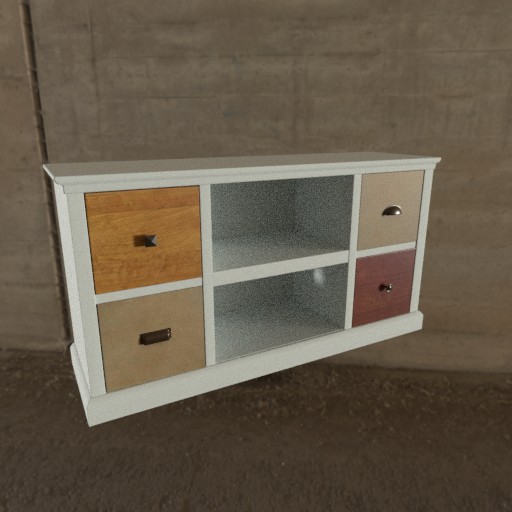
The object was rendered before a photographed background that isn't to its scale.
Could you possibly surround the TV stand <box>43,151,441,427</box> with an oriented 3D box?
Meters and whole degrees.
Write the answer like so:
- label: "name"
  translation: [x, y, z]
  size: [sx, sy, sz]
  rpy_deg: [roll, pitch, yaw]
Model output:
- label: "TV stand"
  translation: [0.000, 0.000, 1.466]
  size: [1.187, 0.624, 0.424]
  rpy_deg: [-9, 19, -27]
